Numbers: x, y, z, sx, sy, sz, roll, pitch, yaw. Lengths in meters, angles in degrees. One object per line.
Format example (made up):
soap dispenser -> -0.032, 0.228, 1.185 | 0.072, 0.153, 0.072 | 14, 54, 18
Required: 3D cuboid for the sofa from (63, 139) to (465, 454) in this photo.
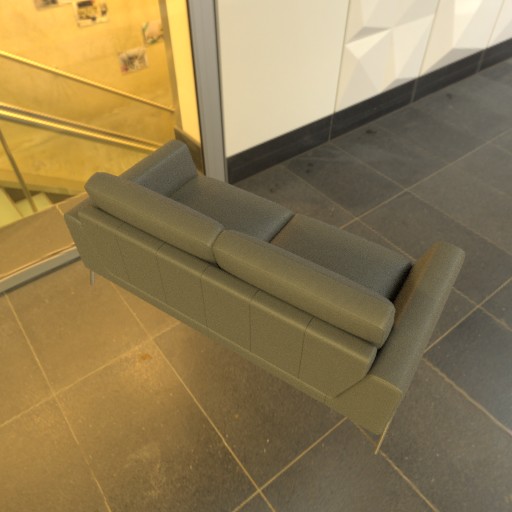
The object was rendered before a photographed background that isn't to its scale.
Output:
sofa -> 0.000, 0.000, 2.518 | 2.017, 0.875, 0.953 | 25, 51, 22
